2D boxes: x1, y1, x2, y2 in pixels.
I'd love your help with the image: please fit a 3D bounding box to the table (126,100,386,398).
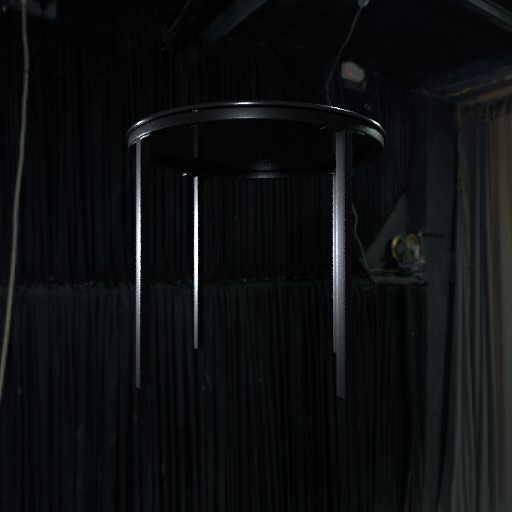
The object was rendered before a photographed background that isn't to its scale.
[{"bbox_3d":[0.000,0.000,0.884,0.499,0.443,0.499,0,-1,0],"label":"table"}]
